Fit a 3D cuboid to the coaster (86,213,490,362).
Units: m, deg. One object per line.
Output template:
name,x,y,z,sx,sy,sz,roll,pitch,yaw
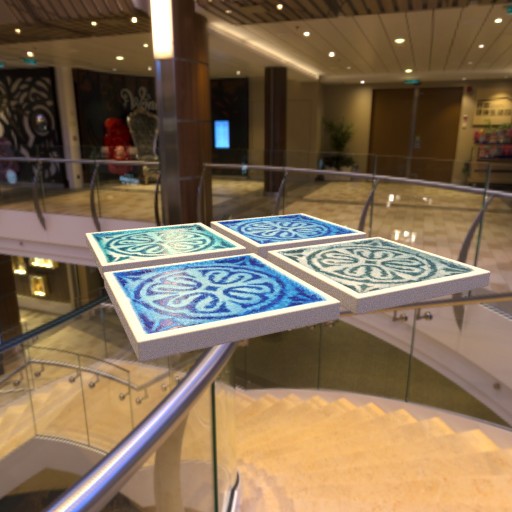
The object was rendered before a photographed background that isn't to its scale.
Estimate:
coaster,0.000,0.000,0.323,0.214,0.010,0.219,-8,18,-25
